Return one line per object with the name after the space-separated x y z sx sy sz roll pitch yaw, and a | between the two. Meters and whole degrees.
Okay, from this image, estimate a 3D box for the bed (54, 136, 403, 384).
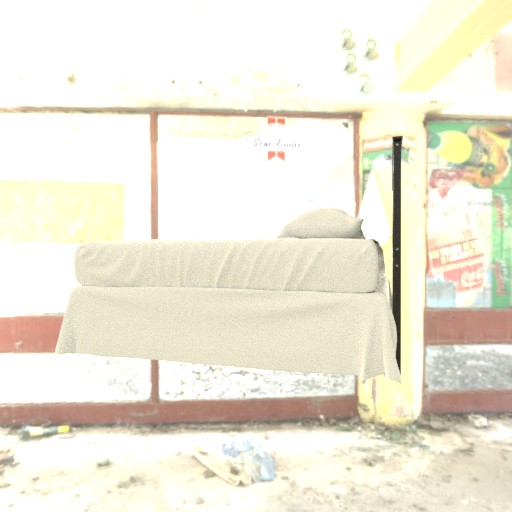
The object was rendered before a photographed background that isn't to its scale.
0.000 0.000 3.569 2.219 1.271 2.315 0 0 17 | bed
